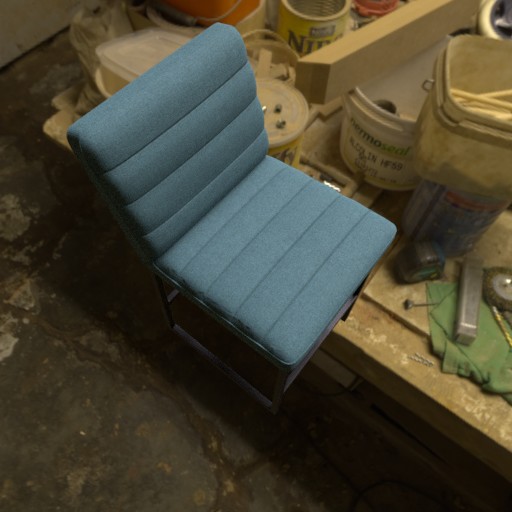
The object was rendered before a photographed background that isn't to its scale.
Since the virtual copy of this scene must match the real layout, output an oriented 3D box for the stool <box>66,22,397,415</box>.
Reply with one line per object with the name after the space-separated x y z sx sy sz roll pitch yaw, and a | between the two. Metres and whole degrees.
0.000 0.000 1.211 0.560 0.940 0.460 35 66 18 | stool
